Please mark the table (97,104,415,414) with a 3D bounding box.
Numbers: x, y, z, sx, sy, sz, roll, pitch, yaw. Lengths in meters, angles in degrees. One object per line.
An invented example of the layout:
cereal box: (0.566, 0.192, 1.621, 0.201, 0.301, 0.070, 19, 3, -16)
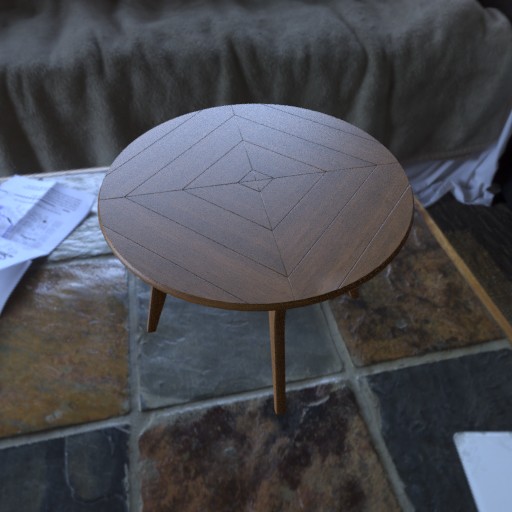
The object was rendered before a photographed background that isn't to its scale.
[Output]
table: (0.000, 0.000, 1.784, 1.055, 0.757, 1.055, 0, 47, 0)
